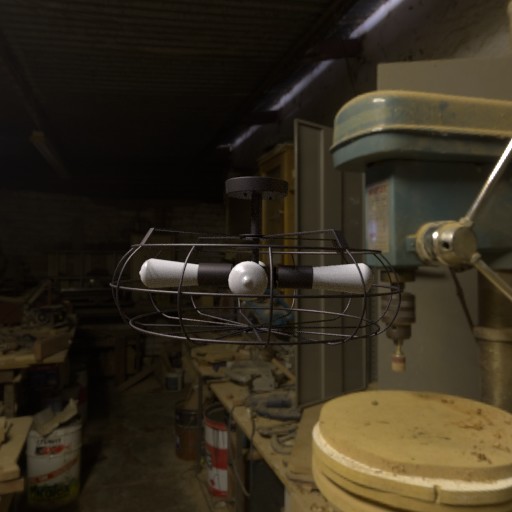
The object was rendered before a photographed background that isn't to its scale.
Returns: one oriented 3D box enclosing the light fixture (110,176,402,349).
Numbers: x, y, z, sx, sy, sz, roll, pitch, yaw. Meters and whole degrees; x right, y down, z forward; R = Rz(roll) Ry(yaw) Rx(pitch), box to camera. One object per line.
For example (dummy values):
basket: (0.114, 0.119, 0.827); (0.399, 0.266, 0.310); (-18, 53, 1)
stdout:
light fixture: (0.000, 0.000, 0.929); (0.582, 0.311, 0.582); (0, 0, 0)
